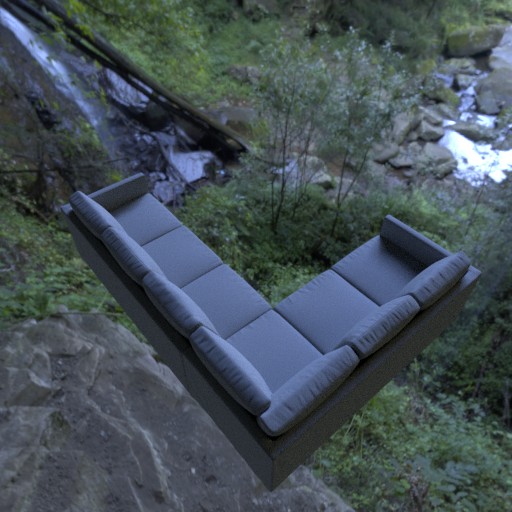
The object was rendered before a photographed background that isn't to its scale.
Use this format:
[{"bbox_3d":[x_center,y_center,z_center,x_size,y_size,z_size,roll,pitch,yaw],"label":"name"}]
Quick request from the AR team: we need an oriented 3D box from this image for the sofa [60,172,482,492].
[{"bbox_3d":[0.000,0.000,4.274,2.432,0.871,3.182,-31,54,-26],"label":"sofa"}]
